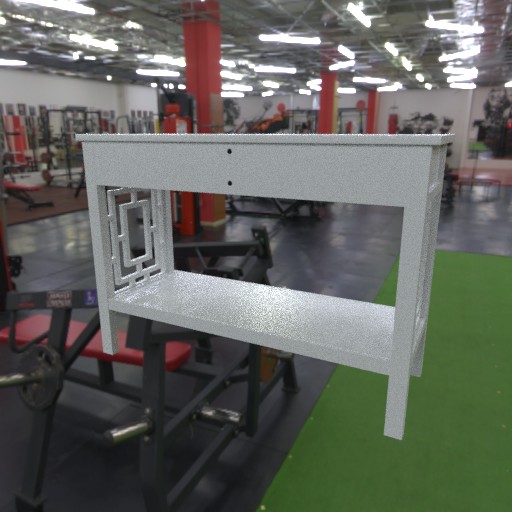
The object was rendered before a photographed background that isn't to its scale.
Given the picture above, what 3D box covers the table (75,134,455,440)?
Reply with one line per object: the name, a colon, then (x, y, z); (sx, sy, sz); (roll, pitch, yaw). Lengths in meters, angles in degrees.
table: (0.000, 0.000, 1.422); (1.068, 0.753, 0.397); (8, 17, 26)
